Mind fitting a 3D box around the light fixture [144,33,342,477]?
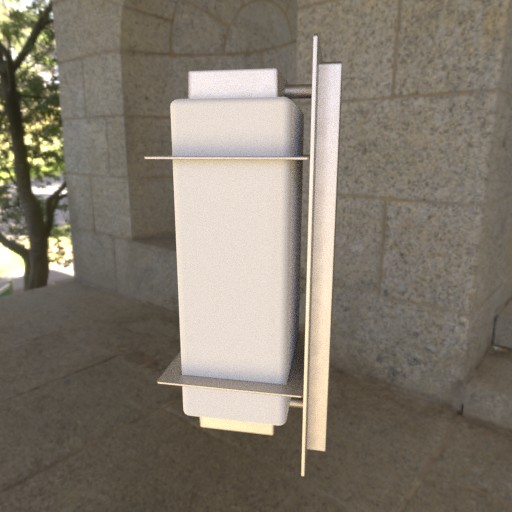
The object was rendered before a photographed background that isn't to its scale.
[{"bbox_3d":[0.000,0.000,0.459,0.160,0.380,0.168,3,14,10],"label":"light fixture"}]
